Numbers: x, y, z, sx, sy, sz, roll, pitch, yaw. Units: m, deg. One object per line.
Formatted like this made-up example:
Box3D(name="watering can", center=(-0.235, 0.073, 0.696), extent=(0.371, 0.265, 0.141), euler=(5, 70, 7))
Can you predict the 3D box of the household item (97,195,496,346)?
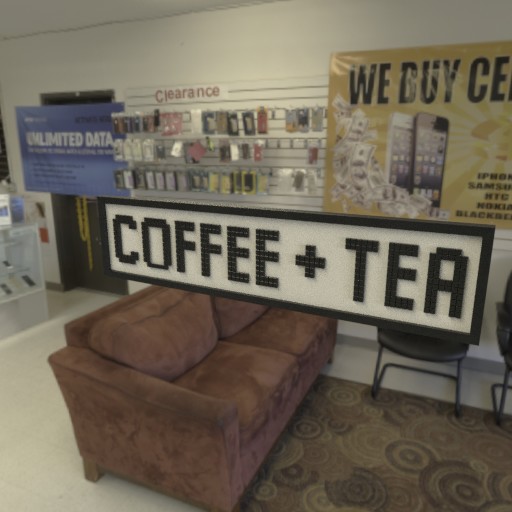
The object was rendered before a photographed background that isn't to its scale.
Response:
Box3D(name="household item", center=(0.000, 0.000, 1.075), extent=(1.001, 0.236, 0.030), euler=(8, 17, 27))
